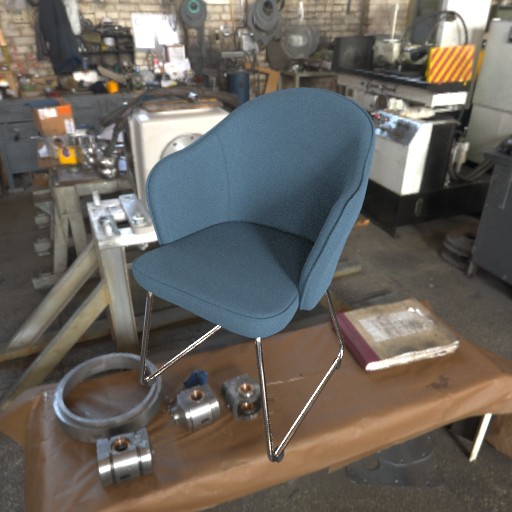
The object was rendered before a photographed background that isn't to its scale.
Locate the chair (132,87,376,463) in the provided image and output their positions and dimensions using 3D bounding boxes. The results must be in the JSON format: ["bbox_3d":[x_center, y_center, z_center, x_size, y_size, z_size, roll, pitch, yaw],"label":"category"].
[{"bbox_3d":[0.000,0.000,1.230,0.570,0.815,0.585,18,34,30],"label":"chair"}]
